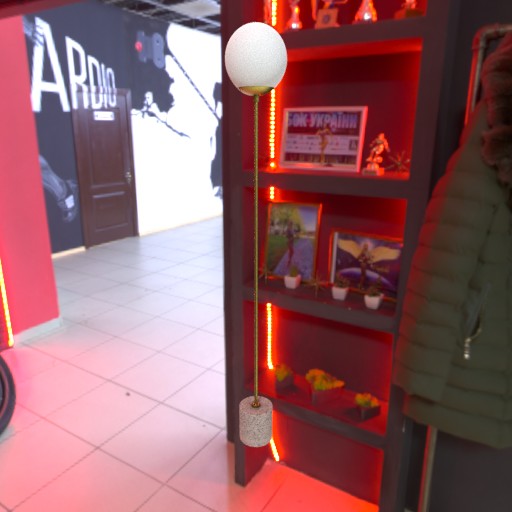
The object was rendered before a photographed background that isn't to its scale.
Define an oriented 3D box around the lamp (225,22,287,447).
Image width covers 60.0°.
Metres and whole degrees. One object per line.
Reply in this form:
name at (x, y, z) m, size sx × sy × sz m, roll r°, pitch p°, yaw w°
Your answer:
lamp at (0.000, 0.000, 1.837) m, size 0.229 × 1.748 × 0.229 m, roll -7°, pitch 17°, yaw -25°
